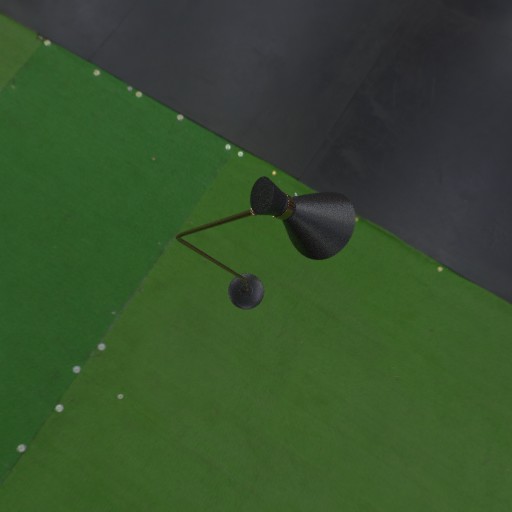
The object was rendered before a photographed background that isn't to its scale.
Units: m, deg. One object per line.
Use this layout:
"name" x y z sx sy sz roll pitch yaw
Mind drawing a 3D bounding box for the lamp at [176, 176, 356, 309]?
"lamp" 0.000 0.000 1.606 0.467 1.438 0.277 34 79 8
